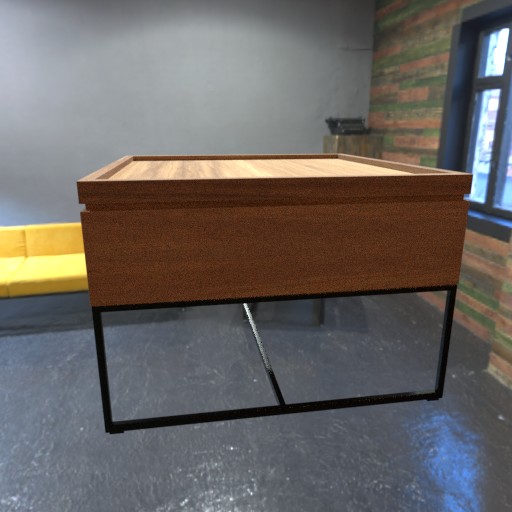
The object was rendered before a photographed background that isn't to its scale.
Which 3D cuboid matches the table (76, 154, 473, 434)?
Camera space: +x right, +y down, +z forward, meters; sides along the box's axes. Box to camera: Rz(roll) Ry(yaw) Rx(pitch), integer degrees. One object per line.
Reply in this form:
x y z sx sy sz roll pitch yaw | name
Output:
0.000 0.000 1.123 0.676 0.464 0.679 -3 16 -9 | table
